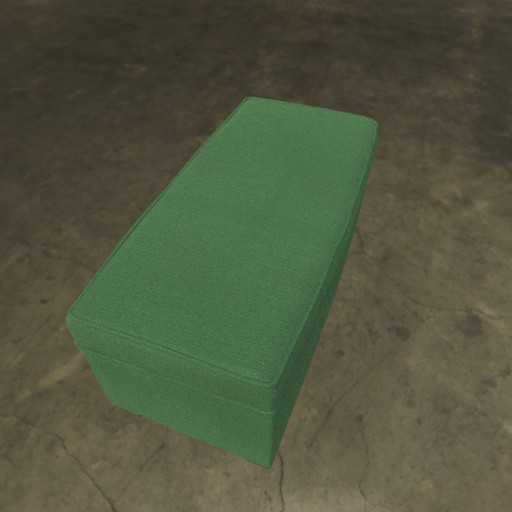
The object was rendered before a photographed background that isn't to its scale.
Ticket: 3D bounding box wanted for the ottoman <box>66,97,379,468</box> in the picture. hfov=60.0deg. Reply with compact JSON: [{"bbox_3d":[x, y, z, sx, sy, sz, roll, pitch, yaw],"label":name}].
[{"bbox_3d":[0.000,0.000,1.234,0.483,0.471,0.957,16,49,14],"label":"ottoman"}]
